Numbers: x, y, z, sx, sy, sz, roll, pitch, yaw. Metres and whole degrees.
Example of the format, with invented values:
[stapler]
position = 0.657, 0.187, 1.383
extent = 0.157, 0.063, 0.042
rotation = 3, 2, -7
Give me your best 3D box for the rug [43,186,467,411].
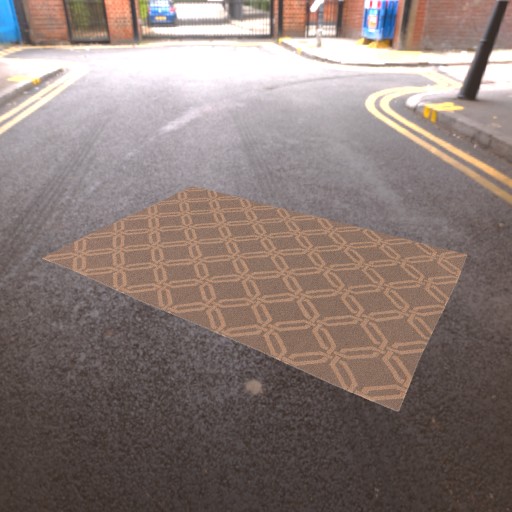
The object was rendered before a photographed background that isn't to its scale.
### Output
[rug]
position = 0.000, 0.000, 2.167
extent = 1.754, 0.010, 1.148
rotation = 17, 34, 28
